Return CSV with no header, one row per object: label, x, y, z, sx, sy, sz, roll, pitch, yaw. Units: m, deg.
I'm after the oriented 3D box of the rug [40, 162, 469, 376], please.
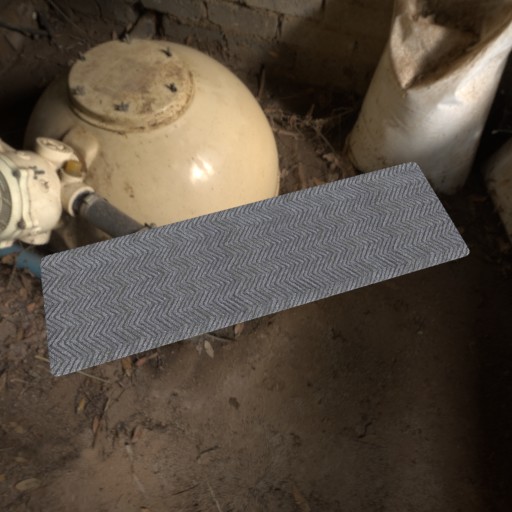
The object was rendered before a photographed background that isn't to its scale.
rug,0.000,0.000,2.452,2.286,0.008,0.686,-15,64,-8
